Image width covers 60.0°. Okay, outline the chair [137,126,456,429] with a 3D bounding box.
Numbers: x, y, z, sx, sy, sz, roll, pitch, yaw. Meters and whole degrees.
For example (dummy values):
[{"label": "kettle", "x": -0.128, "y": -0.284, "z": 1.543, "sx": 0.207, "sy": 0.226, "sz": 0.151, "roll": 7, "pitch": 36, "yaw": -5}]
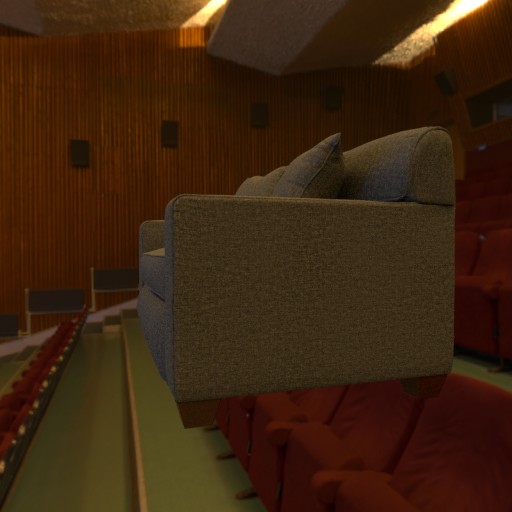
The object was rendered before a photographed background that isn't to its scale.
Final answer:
[{"label": "chair", "x": 0.000, "y": 0.000, "z": 1.985, "sx": 1.000, "sy": 0.948, "sz": 1.383, "roll": 0, "pitch": 1, "yaw": -18}]
